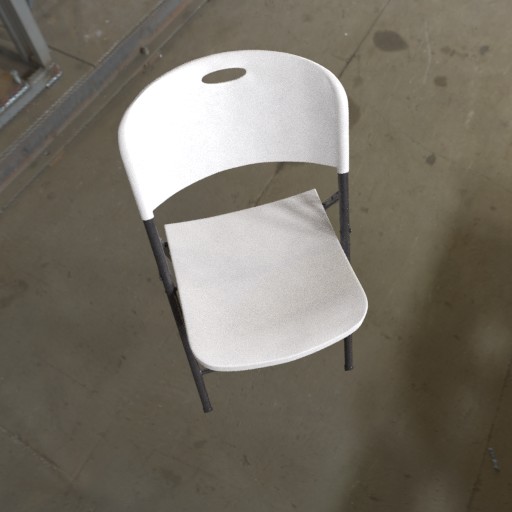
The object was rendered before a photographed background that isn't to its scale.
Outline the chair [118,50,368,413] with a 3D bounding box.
[{"bbox_3d":[0.000,0.000,1.150,0.494,0.810,0.566,-14,64,-7],"label":"chair"}]
